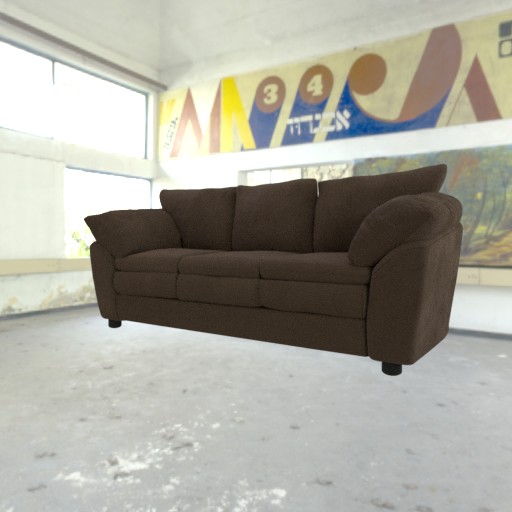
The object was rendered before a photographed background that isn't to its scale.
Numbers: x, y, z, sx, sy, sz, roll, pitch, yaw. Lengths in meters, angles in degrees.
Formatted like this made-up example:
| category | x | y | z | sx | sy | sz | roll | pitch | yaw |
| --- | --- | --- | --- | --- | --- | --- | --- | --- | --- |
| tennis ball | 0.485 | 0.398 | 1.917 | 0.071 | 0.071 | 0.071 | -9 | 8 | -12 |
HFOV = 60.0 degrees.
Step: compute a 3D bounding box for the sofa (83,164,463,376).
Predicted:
| category | x | y | z | sx | sy | sz | roll | pitch | yaw |
| --- | --- | --- | --- | --- | --- | --- | --- | --- | --- |
| sofa | 0.000 | 0.000 | 2.790 | 2.336 | 1.015 | 0.878 | 1 | 2 | 34 |
